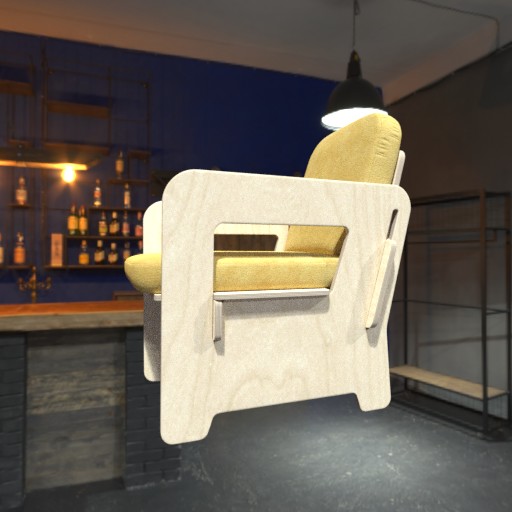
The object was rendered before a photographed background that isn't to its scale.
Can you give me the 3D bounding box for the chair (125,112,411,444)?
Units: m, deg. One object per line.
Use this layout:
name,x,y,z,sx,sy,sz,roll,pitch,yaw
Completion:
chair,0.000,0.000,1.265,0.710,0.800,0.590,0,0,-18
